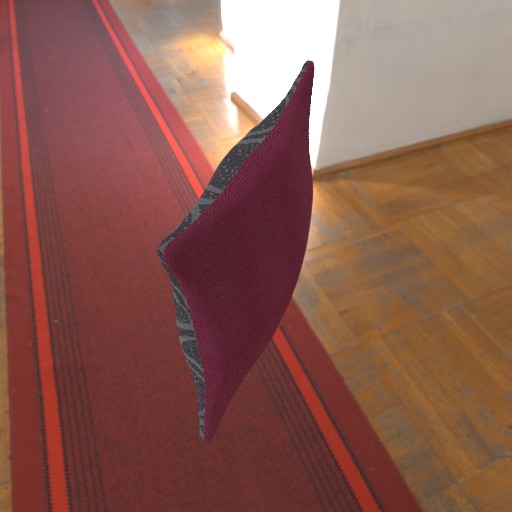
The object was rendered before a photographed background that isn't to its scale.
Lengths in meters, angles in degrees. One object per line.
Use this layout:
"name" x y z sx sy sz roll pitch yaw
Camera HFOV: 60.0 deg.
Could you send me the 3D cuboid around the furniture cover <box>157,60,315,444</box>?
"furniture cover" 0.000 0.000 0.800 0.163 0.513 0.514 16 48 15
